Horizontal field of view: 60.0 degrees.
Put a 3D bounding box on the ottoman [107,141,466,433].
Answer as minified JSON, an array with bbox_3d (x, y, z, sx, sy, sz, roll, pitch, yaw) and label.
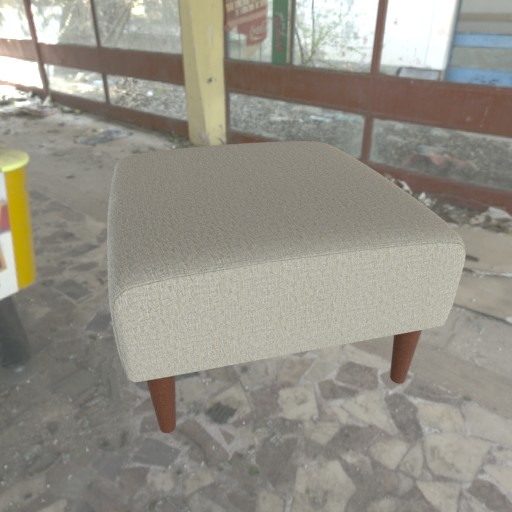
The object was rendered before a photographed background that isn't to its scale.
[{"bbox_3d":[0.000,0.000,1.064,0.648,0.399,0.655,-7,30,-13],"label":"ottoman"}]
